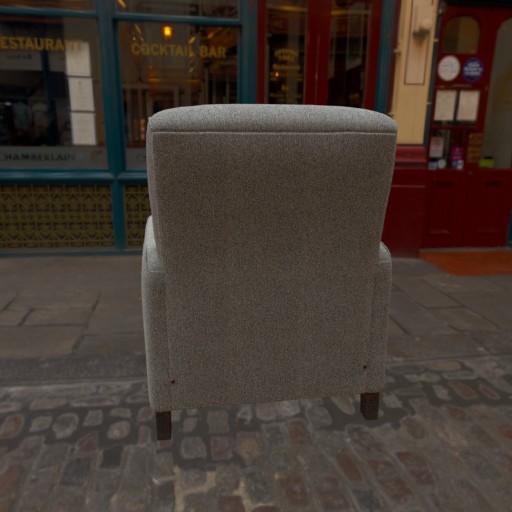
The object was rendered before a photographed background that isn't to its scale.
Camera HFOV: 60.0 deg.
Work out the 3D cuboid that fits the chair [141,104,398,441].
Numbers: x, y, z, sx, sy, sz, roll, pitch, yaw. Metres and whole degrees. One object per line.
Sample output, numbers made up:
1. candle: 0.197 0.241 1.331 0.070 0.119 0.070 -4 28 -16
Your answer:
1. chair: 0.000 0.000 1.678 0.841 1.028 0.858 -2 14 -9
